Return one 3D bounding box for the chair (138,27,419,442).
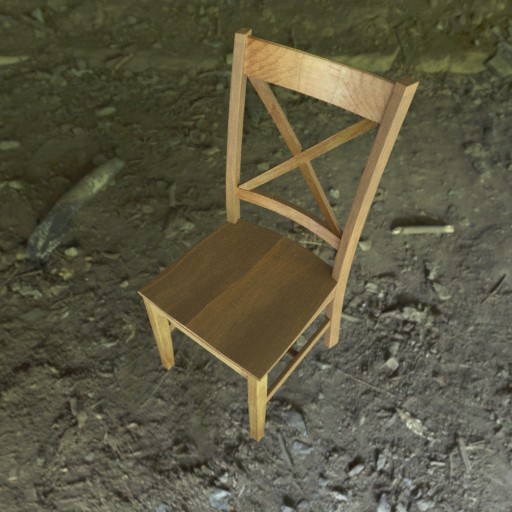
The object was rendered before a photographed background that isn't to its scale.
[{"bbox_3d":[0.000,0.000,1.261,0.485,0.983,0.542,30,54,25],"label":"chair"}]
